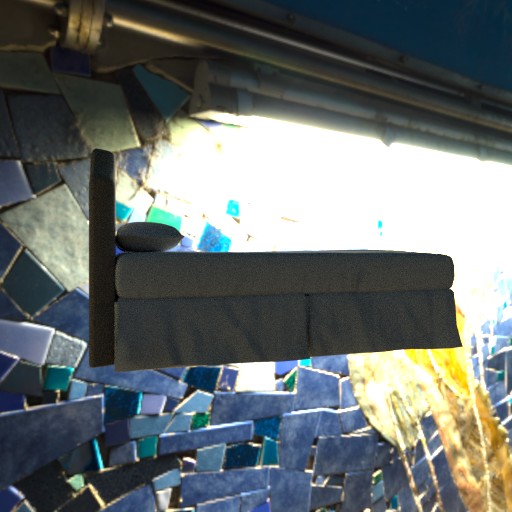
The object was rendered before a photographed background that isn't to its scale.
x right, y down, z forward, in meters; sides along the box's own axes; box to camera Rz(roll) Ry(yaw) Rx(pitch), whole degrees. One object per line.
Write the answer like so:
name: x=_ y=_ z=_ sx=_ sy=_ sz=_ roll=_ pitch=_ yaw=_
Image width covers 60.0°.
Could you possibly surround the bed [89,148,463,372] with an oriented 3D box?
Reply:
bed: x=0.000 y=0.000 z=3.652 sx=2.498 sy=1.293 sz=1.977 roll=0 pitch=0 yaw=-18
